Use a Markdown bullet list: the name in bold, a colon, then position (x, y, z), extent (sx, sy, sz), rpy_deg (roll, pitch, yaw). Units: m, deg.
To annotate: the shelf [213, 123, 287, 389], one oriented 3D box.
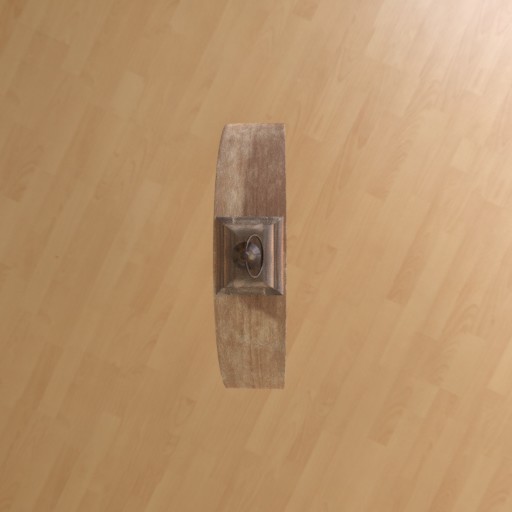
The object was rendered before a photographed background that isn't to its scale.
- **shelf**: position (0.000, 0.000, 0.986), extent (0.125, 0.725, 0.601), rpy_deg (0, 90, 3)
